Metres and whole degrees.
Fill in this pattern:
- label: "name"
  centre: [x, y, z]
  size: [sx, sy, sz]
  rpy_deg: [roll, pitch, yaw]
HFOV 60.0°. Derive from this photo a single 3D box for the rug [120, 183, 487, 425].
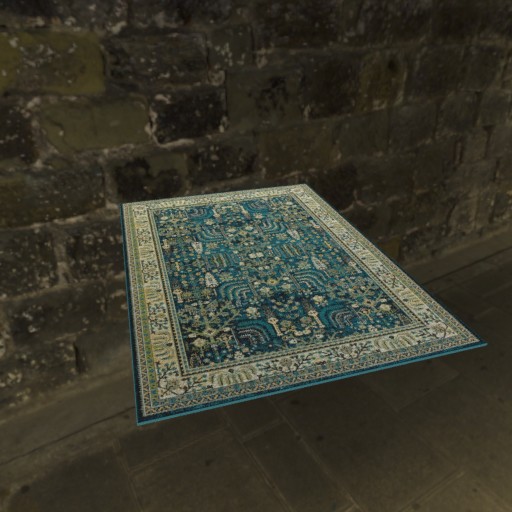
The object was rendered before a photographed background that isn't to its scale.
- label: "rug"
  centre: [0.000, 0.000, 2.792]
  size: [1.594, 0.013, 2.213]
  rpy_deg: [-8, 31, -14]
